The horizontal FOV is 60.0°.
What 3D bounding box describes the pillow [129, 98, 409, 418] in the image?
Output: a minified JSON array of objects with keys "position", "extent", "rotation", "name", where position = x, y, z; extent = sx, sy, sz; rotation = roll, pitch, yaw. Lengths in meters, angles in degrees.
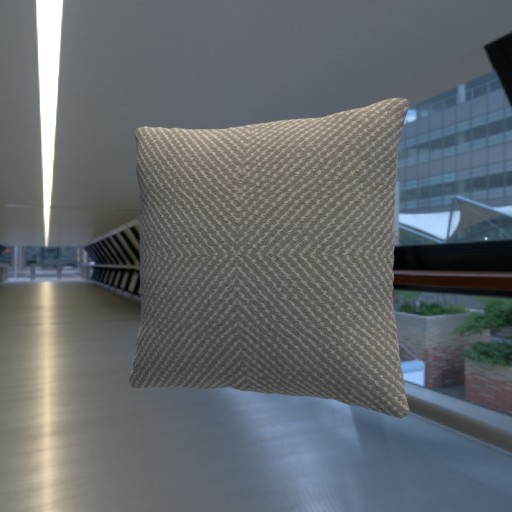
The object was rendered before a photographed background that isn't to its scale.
[{"position":[0.000,0.000,0.703],"extent":[0.459,0.458,0.181],"rotation":[0,0,19],"name":"pillow"}]
